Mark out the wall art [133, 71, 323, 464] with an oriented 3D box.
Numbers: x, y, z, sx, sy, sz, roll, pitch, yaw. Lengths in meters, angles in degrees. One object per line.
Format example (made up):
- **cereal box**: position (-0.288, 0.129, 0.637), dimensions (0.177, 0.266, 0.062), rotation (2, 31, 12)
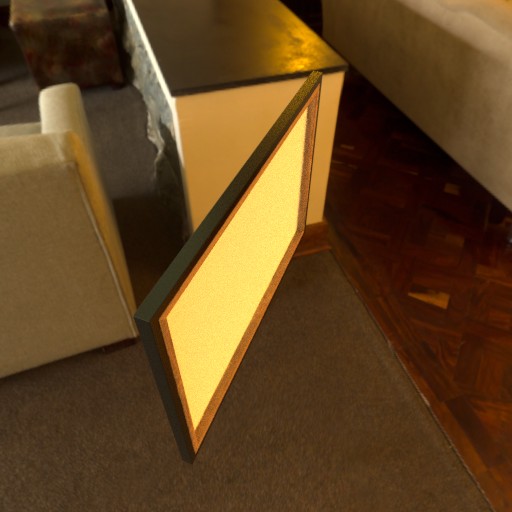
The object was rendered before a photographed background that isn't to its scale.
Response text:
- **wall art**: position (0.000, 0.000, 0.852), dimensions (0.022, 0.446, 0.659), rotation (17, 49, 15)
